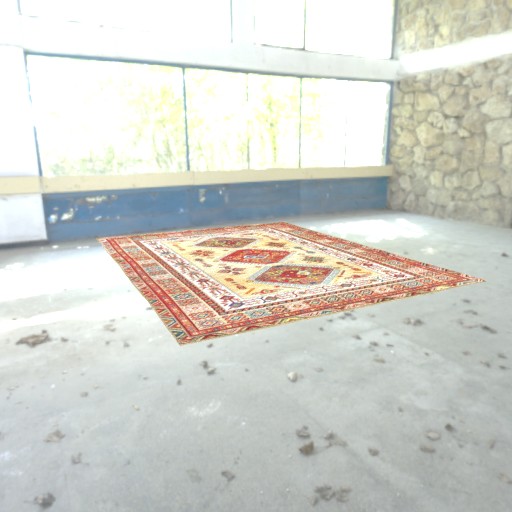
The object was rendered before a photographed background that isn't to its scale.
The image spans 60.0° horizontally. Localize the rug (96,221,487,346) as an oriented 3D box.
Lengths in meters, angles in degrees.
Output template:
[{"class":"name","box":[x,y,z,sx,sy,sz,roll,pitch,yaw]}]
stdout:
[{"class":"rug","box":[0.000,0.000,4.176,2.460,0.005,3.067,-7,16,-26]}]
